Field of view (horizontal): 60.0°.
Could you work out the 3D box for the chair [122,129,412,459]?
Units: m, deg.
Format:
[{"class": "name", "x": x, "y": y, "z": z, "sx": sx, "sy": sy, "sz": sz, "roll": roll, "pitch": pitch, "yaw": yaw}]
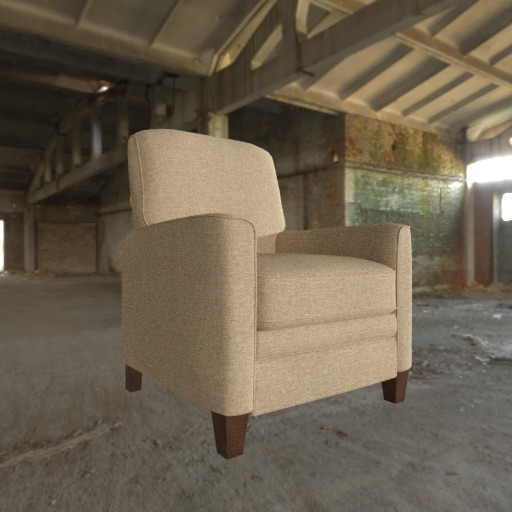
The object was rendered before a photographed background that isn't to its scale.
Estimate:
[{"class": "chair", "x": 0.000, "y": 0.000, "z": 1.646, "sx": 0.841, "sy": 1.028, "sz": 0.858, "roll": 0, "pitch": 1, "yaw": -37}]
